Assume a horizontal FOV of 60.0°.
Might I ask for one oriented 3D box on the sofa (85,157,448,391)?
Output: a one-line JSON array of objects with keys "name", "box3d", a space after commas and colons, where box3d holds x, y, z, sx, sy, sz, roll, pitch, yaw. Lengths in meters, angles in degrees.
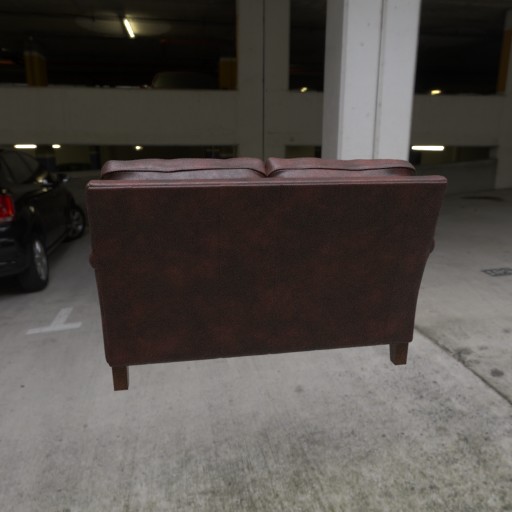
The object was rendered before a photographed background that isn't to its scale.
[{"name": "sofa", "box3d": [0.000, 0.000, 2.435, 1.628, 1.070, 1.148, -3, 15, -10]}]
